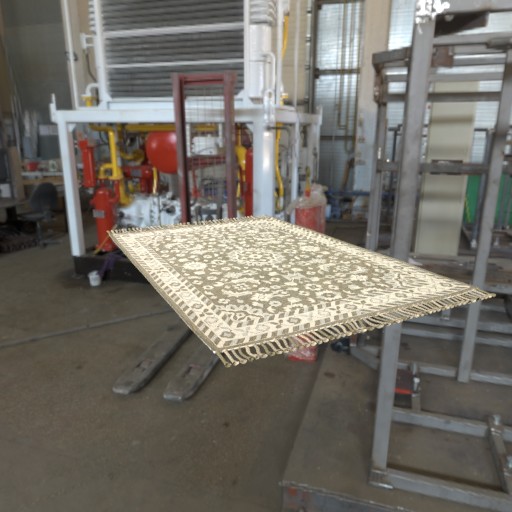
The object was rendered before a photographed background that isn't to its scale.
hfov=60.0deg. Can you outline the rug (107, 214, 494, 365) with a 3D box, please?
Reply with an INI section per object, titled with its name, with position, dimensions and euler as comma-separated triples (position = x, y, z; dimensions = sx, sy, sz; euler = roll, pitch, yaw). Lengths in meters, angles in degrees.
[rug]
position = 0.000, 0.000, 2.960
dimensions = 1.530, 0.025, 2.431
euler = -8, 18, -27
